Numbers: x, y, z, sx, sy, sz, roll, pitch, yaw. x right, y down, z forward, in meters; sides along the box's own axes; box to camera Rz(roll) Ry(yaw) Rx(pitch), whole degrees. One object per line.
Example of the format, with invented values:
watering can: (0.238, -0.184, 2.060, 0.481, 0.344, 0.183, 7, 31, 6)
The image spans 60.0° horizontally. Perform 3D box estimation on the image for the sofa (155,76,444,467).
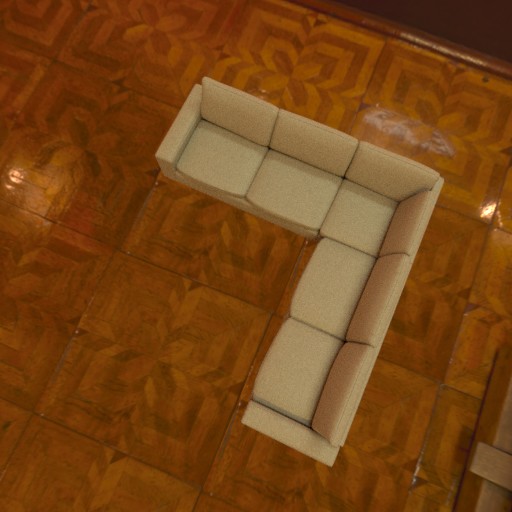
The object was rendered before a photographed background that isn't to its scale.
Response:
sofa: (0.000, 0.000, 4.119, 2.622, 0.800, 2.742, 24, 77, 6)
